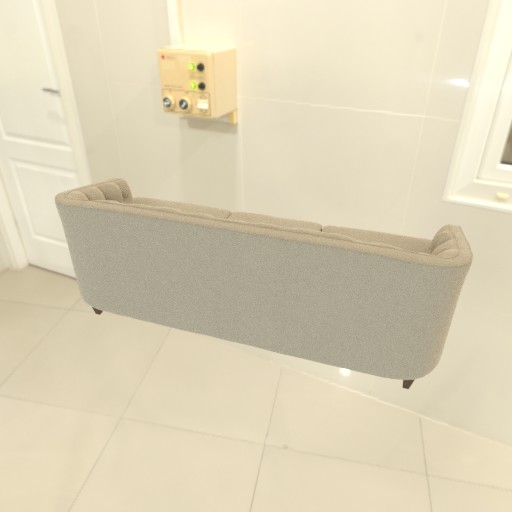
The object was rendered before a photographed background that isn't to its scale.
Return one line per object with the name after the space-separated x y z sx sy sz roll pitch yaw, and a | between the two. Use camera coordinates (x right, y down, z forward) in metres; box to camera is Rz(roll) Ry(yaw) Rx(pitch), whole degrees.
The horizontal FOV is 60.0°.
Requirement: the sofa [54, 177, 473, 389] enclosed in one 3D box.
0.000 0.000 2.713 2.278 0.855 0.941 10 33 16 | sofa
